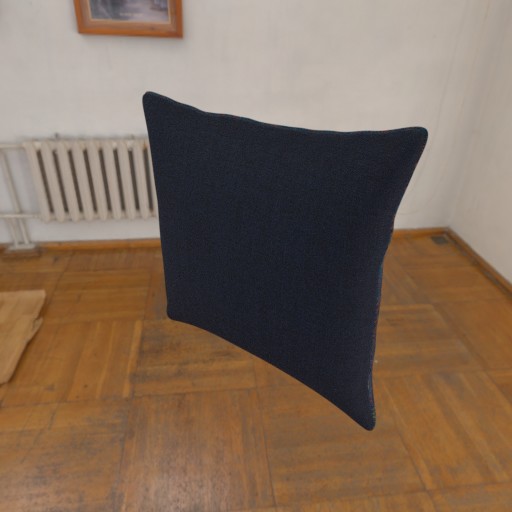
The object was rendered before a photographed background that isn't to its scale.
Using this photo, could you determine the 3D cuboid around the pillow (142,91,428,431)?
[{"bbox_3d":[0.000,0.000,0.650,0.431,0.431,0.141,21,36,33],"label":"pillow"}]
